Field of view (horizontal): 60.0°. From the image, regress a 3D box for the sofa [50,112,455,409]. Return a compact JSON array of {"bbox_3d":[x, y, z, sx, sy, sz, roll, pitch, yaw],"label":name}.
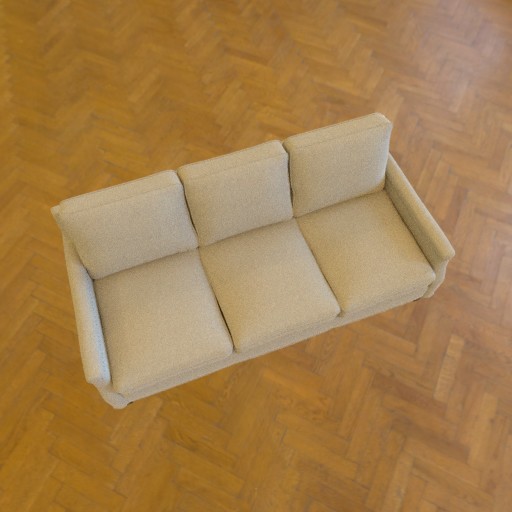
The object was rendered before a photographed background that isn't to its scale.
[{"bbox_3d":[0.000,0.000,2.812,2.246,1.003,1.084,-18,64,-9],"label":"sofa"}]
